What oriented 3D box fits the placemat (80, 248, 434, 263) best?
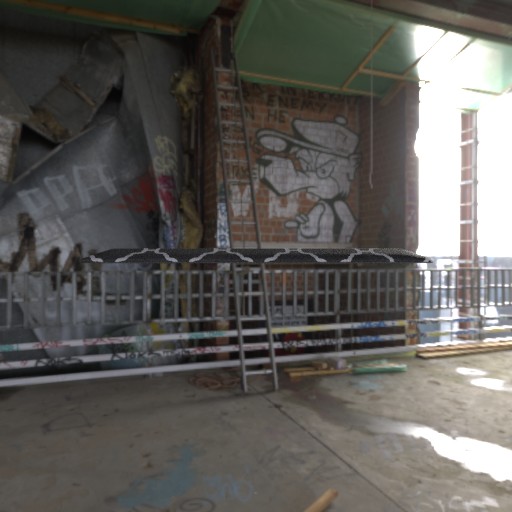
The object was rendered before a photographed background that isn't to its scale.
[{"bbox_3d":[0.000,0.000,0.983,0.508,0.021,0.762,0,0,0],"label":"placemat"}]
